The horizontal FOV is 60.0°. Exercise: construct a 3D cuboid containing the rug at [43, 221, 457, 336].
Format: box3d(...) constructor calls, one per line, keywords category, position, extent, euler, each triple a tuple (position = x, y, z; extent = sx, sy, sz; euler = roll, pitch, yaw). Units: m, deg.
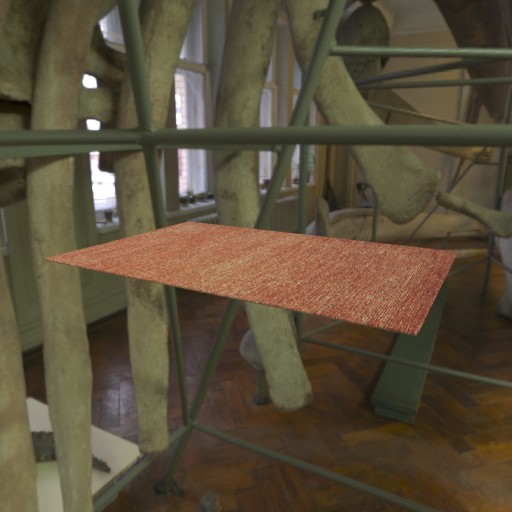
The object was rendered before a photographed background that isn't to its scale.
box3d(category="rug", position=(0.000, 0.000, 2.223), extent=(1.747, 0.011, 1.139), euler=(8, 17, 28))
